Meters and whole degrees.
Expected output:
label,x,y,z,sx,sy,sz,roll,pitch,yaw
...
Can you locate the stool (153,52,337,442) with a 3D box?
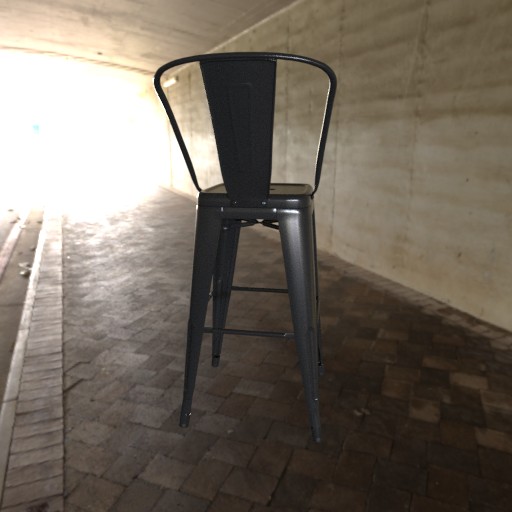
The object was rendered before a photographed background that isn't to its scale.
label,x,y,z,sx,sy,sz,roll,pitch,yaw
stool,0.000,0.000,1.307,0.432,1.022,0.528,2,15,9
